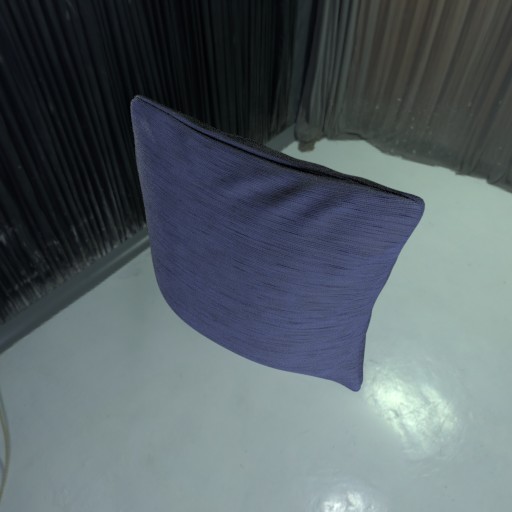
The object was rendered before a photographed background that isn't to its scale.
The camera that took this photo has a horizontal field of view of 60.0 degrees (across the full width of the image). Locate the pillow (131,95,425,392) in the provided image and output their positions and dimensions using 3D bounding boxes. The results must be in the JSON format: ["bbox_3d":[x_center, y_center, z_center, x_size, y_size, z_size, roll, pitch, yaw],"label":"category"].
[{"bbox_3d":[0.000,0.000,0.694,0.432,0.414,0.246,26,52,23],"label":"pillow"}]
